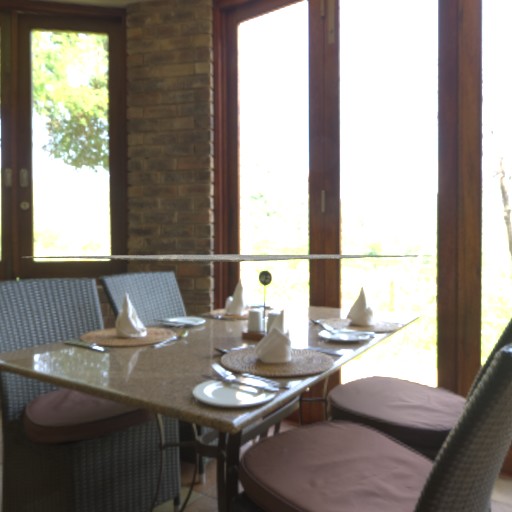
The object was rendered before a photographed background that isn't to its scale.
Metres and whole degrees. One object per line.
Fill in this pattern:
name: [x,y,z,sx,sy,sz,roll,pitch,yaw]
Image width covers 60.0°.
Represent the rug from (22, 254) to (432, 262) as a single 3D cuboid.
rug: [0.000,0.000,2.744,1.522,0.013,2.133,0,1,37]
